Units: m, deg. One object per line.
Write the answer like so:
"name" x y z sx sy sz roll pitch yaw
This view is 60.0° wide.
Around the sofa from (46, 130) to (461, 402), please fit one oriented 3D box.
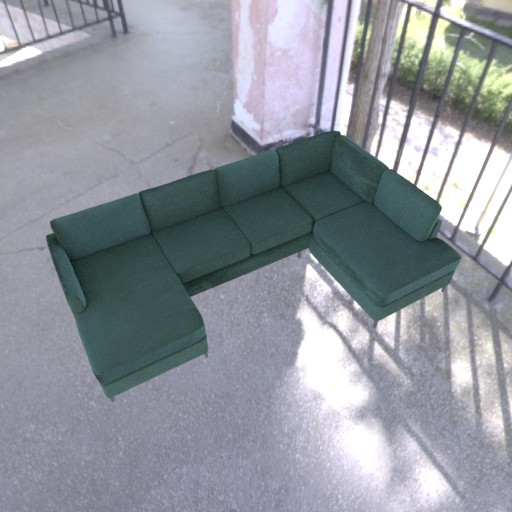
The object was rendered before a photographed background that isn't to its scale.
"sofa" 0.000 0.000 4.288 3.434 0.992 2.055 -22 49 -20
